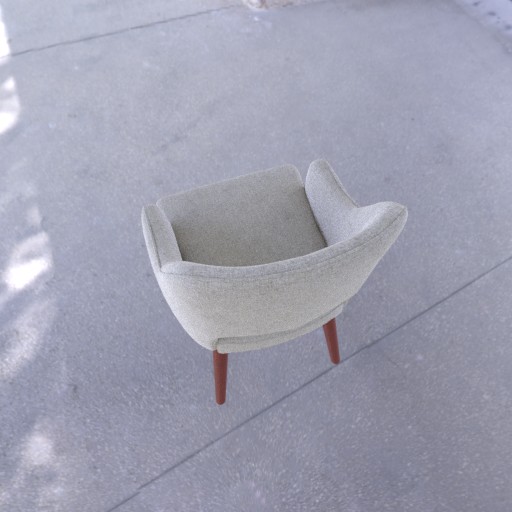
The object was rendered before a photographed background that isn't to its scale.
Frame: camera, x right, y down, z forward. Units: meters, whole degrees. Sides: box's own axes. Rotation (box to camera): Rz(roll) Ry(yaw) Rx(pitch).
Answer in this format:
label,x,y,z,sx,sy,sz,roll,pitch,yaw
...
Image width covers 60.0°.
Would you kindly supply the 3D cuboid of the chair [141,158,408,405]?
label,x,y,z,sx,sy,sz,roll,pitch,yaw
chair,0.000,0.000,1.222,0.548,0.849,0.605,-17,60,-10
